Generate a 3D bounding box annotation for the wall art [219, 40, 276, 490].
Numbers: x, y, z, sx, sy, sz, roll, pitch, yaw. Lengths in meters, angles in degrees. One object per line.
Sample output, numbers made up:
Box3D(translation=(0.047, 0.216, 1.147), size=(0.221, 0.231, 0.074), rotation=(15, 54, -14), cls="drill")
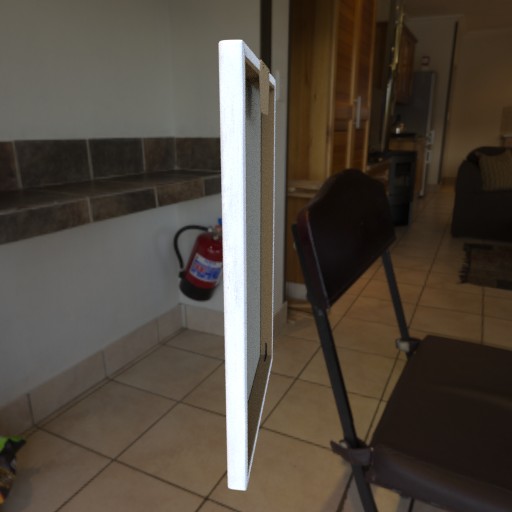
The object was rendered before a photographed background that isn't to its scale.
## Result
Box3D(translation=(0.000, 0.000, 1.149), size=(0.048, 0.916, 0.602), rotation=(2, 16, 7), cls="wall art")
